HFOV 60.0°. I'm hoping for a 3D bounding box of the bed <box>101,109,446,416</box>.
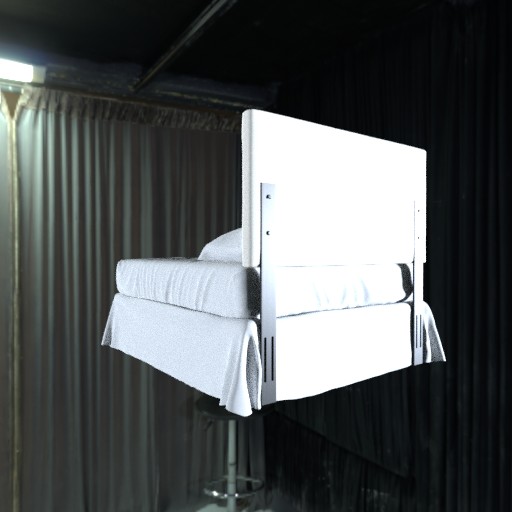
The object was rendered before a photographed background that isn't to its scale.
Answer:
[{"bbox_3d":[0.000,0.000,3.613,1.936,1.577,2.222,0,1,-37],"label":"bed"}]
